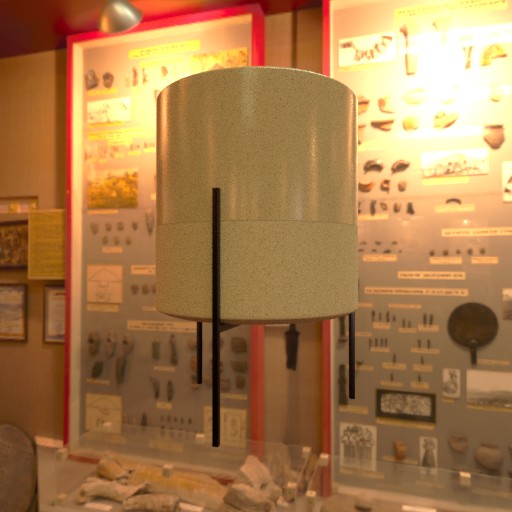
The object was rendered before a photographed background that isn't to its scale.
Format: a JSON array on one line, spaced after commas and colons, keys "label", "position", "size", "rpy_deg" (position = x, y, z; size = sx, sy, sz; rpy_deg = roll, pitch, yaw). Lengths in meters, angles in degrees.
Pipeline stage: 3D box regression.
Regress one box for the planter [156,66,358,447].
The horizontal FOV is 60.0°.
[{"label": "planter", "position": [0.000, 0.000, 0.702], "size": [0.314, 0.475, 0.323], "rpy_deg": [0, 0, 18]}]
